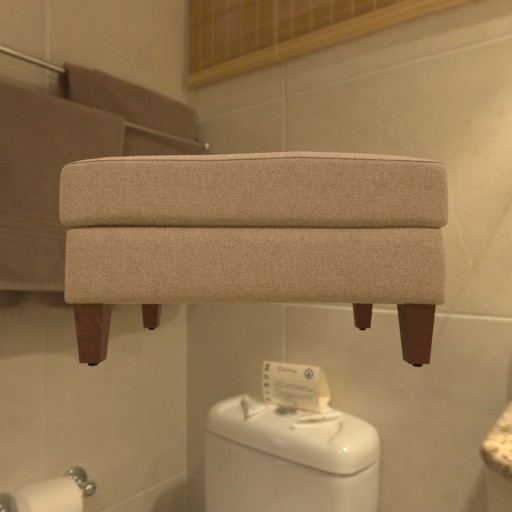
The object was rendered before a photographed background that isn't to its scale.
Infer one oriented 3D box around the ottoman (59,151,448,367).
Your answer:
[{"bbox_3d":[0.000,0.000,1.312,0.898,0.519,0.677,0,-1,1],"label":"ottoman"}]
